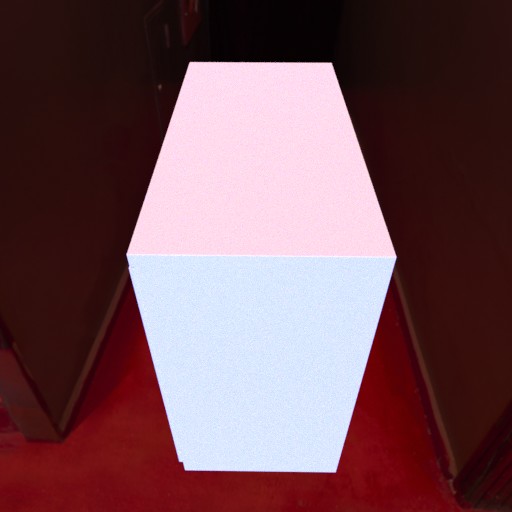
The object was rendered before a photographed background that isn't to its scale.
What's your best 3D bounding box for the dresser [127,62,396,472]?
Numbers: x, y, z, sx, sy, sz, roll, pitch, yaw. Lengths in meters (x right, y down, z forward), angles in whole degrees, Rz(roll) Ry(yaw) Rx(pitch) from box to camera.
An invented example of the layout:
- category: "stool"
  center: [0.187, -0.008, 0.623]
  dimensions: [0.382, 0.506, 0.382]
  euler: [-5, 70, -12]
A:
- category: "dresser"
  center: [0.000, 0.000, 1.201]
  dimensions: [0.420, 0.740, 0.830]
  euler: [1, 42, 1]
